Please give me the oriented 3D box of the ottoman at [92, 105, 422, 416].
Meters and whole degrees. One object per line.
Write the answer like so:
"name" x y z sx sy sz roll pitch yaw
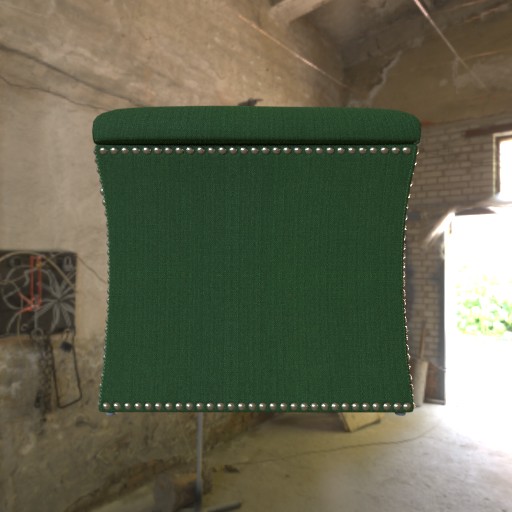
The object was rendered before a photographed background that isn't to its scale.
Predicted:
"ottoman" 0.000 0.000 0.879 0.497 0.475 0.507 0 0 0
